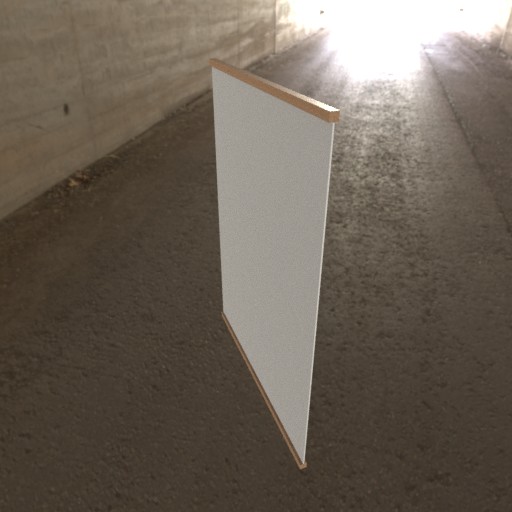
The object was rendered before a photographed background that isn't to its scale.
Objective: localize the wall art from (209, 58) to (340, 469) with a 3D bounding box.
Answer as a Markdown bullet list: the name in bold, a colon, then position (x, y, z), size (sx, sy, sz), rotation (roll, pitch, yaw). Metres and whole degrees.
- **wall art**: position (0.000, 0.000, 0.803), size (0.012, 0.608, 0.459), rotation (-11, 33, -18)
